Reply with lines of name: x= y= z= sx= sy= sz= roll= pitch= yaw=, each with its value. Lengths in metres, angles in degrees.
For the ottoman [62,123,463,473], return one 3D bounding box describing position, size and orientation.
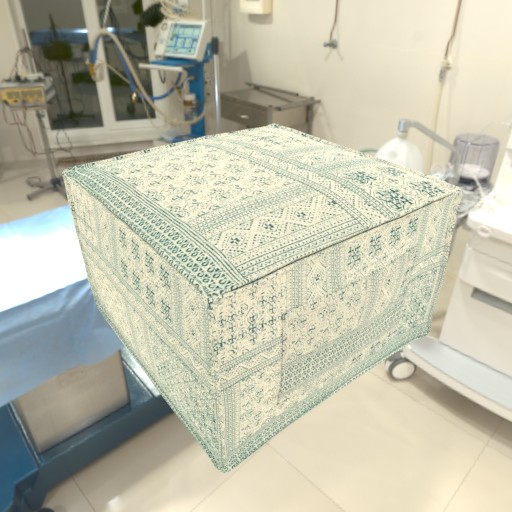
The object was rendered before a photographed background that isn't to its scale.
ottoman: x=0.000 y=0.000 z=1.024 sx=0.617 sy=0.439 sz=0.626 roll=-22 pitch=38 yaw=-31
